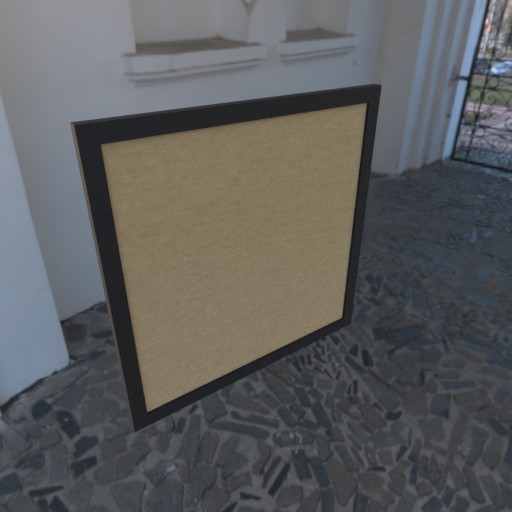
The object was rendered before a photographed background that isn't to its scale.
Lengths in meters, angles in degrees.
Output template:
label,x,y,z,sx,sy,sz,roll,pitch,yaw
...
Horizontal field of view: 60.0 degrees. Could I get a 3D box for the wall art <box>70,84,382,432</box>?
label,x,y,z,sx,sy,sz,roll,pitch,yaw
wall art,0.000,0.000,0.529,0.358,0.357,0.012,-19,34,-30
